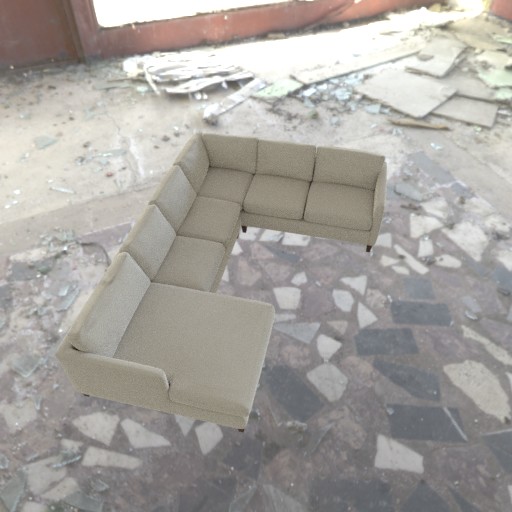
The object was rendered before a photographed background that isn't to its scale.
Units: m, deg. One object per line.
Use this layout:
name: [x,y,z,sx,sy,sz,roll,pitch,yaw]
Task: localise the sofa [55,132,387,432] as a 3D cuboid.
sofa: [0.000,0.000,4.697,2.593,0.956,3.459,9,46,9]
